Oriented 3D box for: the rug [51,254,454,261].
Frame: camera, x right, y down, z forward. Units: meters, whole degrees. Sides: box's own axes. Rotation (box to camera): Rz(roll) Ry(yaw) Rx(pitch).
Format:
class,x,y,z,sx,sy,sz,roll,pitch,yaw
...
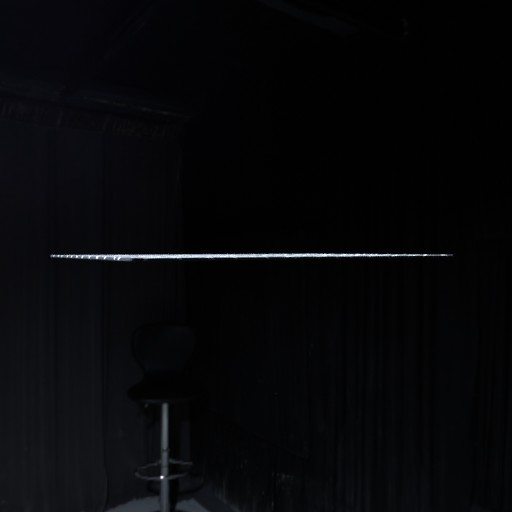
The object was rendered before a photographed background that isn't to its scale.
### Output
class,x,y,z,sx,sy,sz,roll,pitch,yaw
rug,0.000,0.000,2.405,1.830,0.013,1.223,0,1,-36
